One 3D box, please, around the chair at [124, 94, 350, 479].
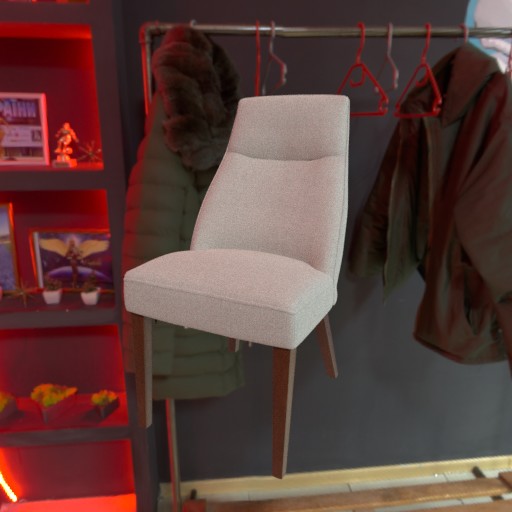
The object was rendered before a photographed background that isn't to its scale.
[{"bbox_3d":[0.000,0.000,1.321,0.500,0.930,0.620,8,19,25],"label":"chair"}]
